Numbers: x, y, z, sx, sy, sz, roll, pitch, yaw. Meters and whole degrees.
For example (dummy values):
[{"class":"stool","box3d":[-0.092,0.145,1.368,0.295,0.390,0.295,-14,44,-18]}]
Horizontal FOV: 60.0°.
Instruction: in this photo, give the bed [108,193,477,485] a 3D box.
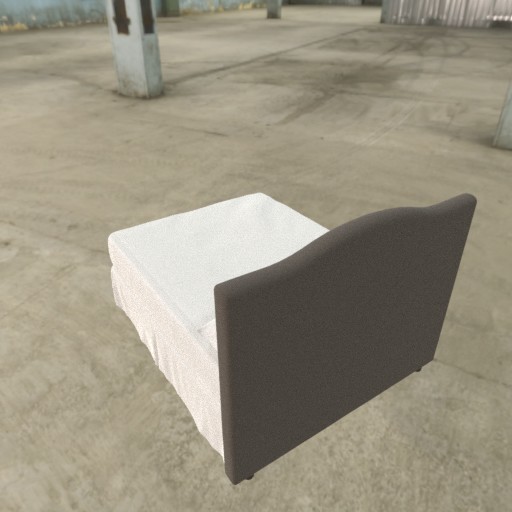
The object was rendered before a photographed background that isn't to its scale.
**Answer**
[{"class":"bed","box3d":[0.000,0.000,3.107,1.666,1.387,2.036,-19,36,-29]}]
